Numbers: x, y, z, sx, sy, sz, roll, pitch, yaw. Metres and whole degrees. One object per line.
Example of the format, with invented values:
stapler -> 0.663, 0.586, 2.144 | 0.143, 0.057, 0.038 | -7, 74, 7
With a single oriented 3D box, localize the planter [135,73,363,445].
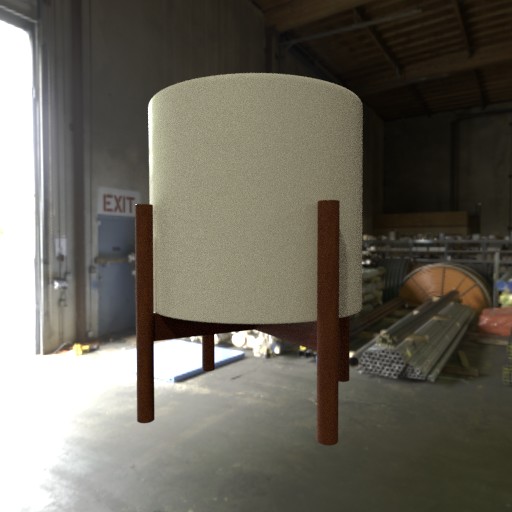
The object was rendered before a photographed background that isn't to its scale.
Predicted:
planter -> 0.000, 0.000, 0.902 | 0.420, 0.581, 0.421 | 1, 2, 17
